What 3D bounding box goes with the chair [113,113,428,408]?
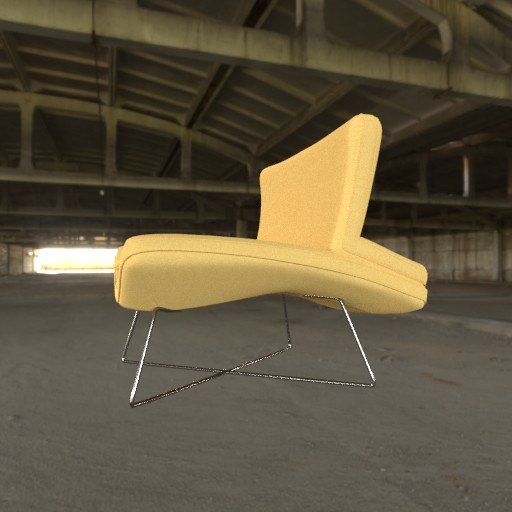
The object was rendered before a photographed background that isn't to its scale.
[{"bbox_3d":[0.000,0.000,1.653,1.008,0.855,0.859,0,-1,-19],"label":"chair"}]
